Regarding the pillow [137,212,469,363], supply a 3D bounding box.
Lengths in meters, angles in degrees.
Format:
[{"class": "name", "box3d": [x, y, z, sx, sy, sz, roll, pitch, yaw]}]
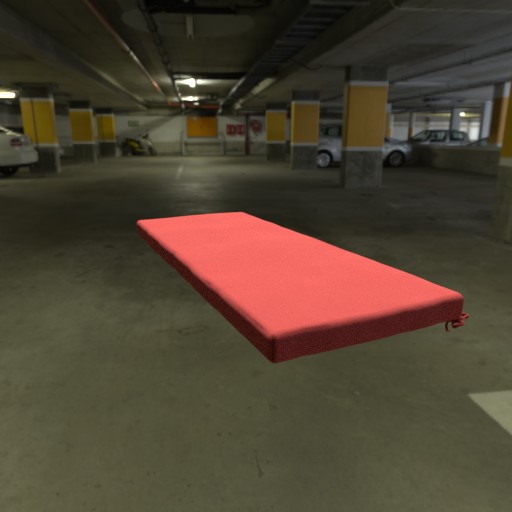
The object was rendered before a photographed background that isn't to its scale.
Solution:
[{"class": "pillow", "box3d": [0.000, 0.000, 1.328, 0.492, 0.081, 1.187, -7, 17, -25]}]
